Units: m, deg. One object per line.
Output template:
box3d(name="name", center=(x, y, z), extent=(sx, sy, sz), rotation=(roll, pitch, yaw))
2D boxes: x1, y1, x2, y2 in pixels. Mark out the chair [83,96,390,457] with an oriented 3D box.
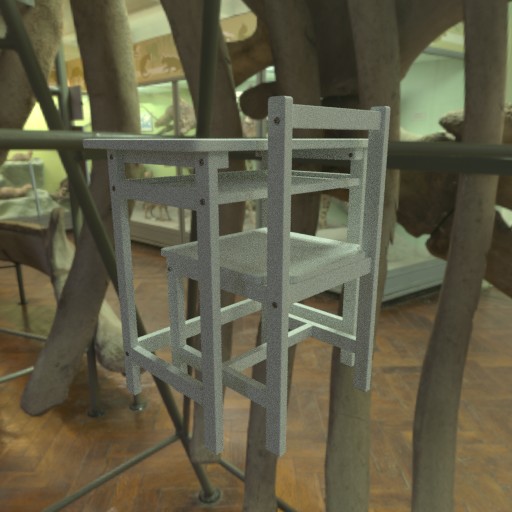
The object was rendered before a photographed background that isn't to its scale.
box3d(name="chair", center=(0.000, 0.000, 1.059), extent=(0.461, 0.673, 0.599), rotation=(14, 20, 42))
